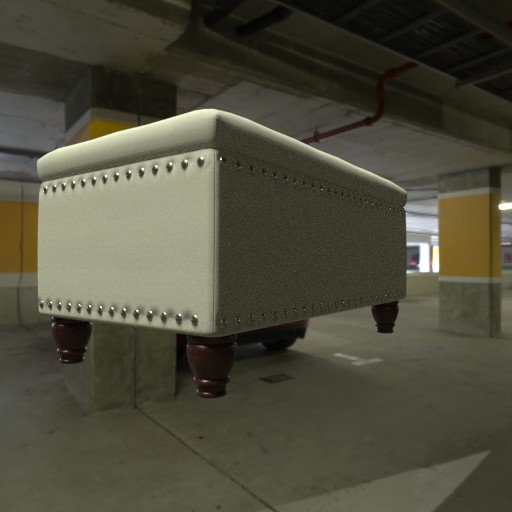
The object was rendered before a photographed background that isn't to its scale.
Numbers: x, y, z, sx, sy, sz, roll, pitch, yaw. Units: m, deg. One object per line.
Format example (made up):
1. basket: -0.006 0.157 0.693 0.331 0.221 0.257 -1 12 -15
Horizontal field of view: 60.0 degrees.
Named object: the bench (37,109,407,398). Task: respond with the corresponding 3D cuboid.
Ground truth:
1. bench: 0.000 0.000 1.131 0.500 0.449 0.887 -1 -1 36
